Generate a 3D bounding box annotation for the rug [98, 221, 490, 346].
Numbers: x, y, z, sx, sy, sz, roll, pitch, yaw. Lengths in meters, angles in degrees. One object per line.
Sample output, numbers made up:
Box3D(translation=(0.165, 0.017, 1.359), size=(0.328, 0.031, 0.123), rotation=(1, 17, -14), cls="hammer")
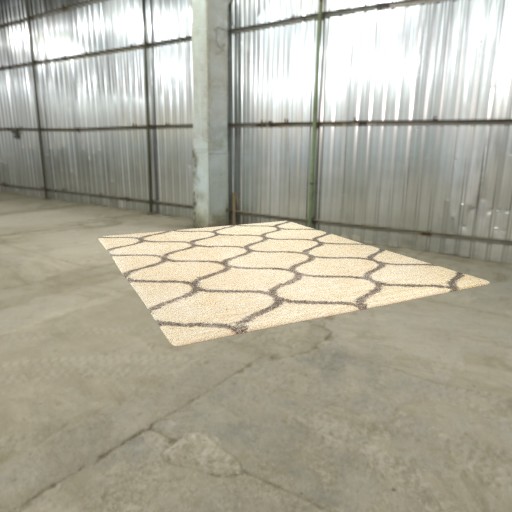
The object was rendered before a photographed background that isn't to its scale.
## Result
Box3D(translation=(0.000, 0.000, 4.053), size=(2.399, 0.026, 3.000), rotation=(-7, 16, -25), cls="rug")
